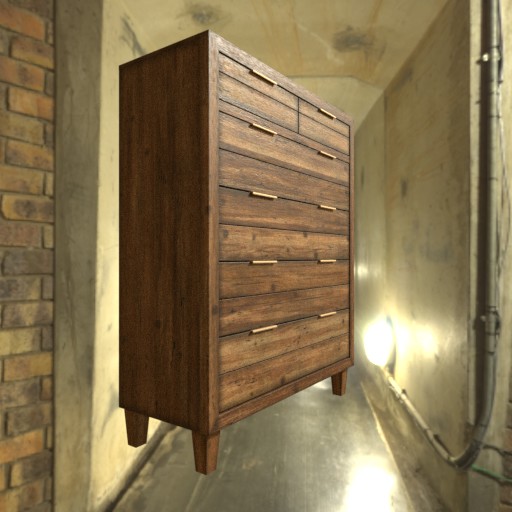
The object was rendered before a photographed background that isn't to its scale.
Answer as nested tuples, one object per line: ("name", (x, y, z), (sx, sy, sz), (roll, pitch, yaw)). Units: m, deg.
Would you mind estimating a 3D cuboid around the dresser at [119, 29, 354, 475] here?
("dresser", (0.000, 0.000, 1.884), (0.438, 1.359, 1.067), (0, 0, 36))
